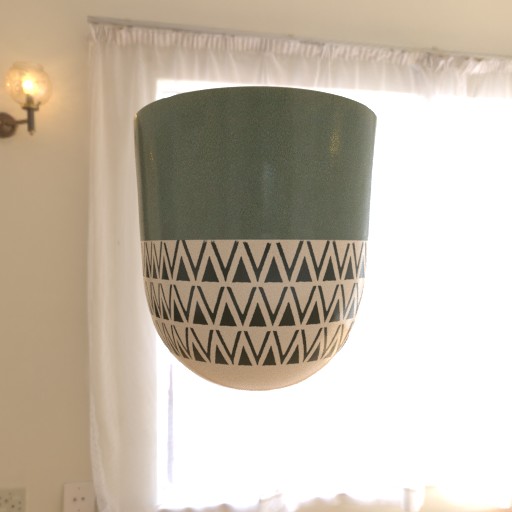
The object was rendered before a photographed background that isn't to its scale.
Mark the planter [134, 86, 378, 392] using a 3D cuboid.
[{"bbox_3d":[0.000,0.000,0.374,0.198,0.214,0.198,0,1,0],"label":"planter"}]
